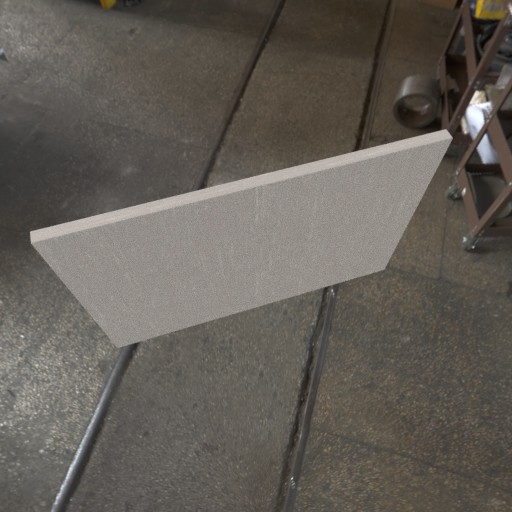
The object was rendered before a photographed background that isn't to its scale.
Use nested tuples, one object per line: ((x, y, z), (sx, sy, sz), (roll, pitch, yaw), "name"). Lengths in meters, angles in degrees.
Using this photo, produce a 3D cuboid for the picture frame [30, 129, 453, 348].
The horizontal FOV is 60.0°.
((0.000, 0.000, 1.239), (0.950, 0.640, 0.029), (-15, 61, -9), "picture frame")
